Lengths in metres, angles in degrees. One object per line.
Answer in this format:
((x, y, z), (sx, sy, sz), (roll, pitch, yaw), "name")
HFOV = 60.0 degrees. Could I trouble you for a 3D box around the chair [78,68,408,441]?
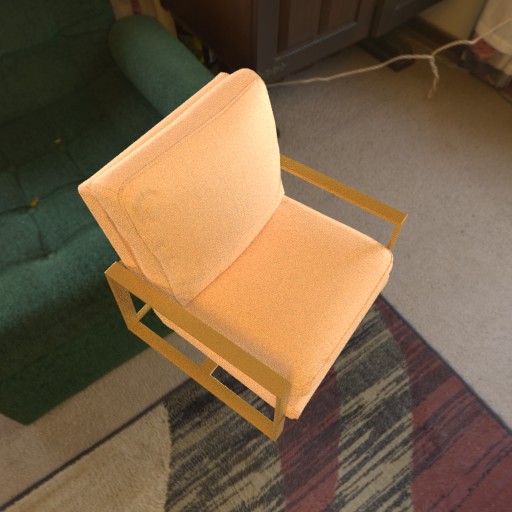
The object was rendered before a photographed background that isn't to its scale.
((0.000, 0.000, 1.539), (0.813, 0.956, 0.758), (32, 63, 19), "chair")
